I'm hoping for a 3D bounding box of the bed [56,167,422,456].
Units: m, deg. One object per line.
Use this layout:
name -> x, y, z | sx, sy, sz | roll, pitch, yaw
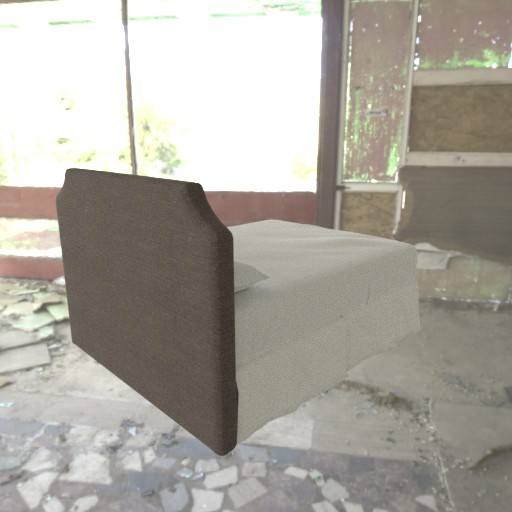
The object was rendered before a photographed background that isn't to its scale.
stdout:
bed -> 0.000, 0.000, 3.192 | 2.116, 1.290, 1.693 | -15, 21, -43
